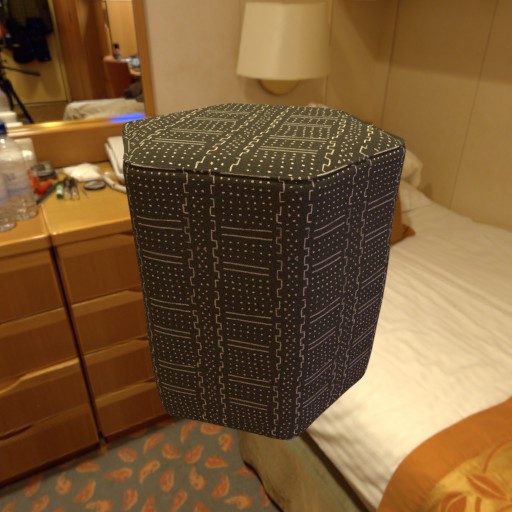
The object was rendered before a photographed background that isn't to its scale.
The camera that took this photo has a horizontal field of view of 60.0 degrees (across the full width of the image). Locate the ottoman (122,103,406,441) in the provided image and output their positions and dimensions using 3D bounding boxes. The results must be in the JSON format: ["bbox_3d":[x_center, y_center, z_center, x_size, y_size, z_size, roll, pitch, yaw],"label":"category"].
[{"bbox_3d":[0.000,0.000,0.862,0.494,0.502,0.443,7,30,13],"label":"ottoman"}]
